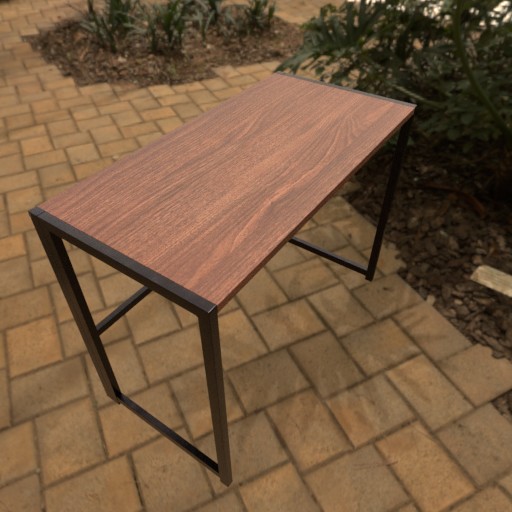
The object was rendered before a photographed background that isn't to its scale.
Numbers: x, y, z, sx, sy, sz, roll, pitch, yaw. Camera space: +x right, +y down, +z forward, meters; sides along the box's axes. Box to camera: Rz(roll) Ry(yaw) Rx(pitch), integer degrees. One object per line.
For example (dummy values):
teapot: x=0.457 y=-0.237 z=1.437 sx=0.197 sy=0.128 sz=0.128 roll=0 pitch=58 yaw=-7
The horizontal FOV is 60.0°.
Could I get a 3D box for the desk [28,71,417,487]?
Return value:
desk: x=0.000 y=0.000 z=1.420 sx=0.508 sy=0.762 sz=1.016 roll=25 pitch=48 yaw=25
